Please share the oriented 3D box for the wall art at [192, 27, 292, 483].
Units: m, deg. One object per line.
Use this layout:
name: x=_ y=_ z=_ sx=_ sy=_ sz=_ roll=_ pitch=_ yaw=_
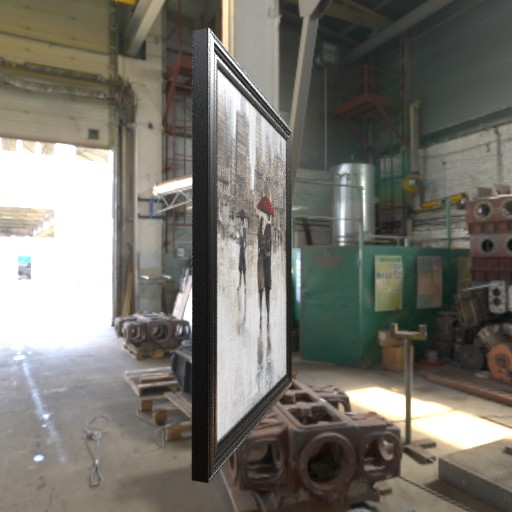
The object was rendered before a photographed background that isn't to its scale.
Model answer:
wall art: x=0.000 y=0.000 z=1.617 sx=0.053 sy=1.194 sz=0.950 roll=0 pitch=-1 yaw=18
